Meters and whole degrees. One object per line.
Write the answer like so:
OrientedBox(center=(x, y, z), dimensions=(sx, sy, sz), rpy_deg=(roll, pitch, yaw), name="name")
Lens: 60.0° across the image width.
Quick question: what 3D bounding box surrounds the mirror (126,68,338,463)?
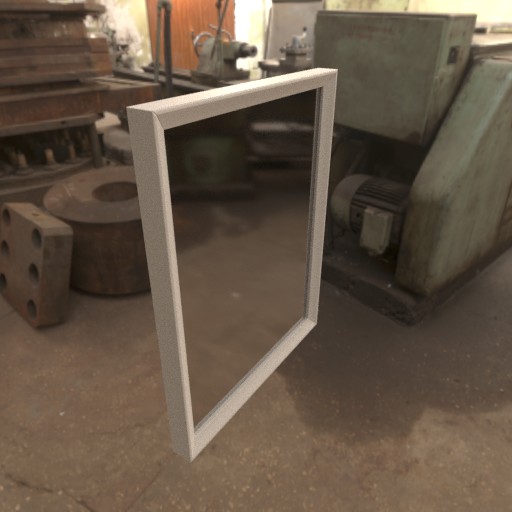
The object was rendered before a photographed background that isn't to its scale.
OrientedBox(center=(0.000, 0.000, 0.695), dimensions=(0.041, 0.509, 0.406), rpy_deg=(18, 34, 30), name="mirror")
